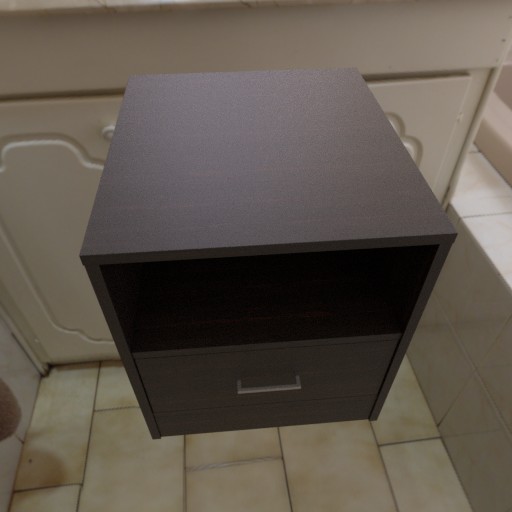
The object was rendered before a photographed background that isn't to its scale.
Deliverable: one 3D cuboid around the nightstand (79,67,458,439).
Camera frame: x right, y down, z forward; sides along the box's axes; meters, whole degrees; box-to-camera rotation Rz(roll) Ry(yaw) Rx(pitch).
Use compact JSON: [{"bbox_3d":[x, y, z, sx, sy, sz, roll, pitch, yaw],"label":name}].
[{"bbox_3d":[0.000,0.000,0.779,0.400,0.460,0.461,-3,45,-3],"label":"nightstand"}]
